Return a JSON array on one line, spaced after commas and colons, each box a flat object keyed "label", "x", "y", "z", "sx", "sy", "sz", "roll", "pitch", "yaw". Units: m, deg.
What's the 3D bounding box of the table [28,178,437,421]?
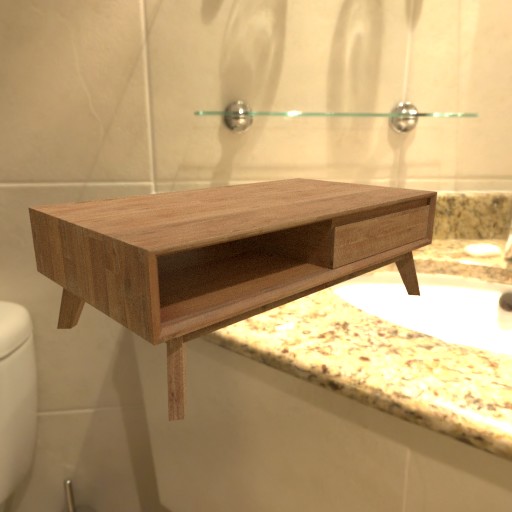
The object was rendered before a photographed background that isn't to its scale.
[{"label": "table", "x": 0.000, "y": 0.000, "z": 2.044, "sx": 1.619, "sy": 0.531, "sz": 0.918, "roll": -15, "pitch": 21, "yaw": -42}]
